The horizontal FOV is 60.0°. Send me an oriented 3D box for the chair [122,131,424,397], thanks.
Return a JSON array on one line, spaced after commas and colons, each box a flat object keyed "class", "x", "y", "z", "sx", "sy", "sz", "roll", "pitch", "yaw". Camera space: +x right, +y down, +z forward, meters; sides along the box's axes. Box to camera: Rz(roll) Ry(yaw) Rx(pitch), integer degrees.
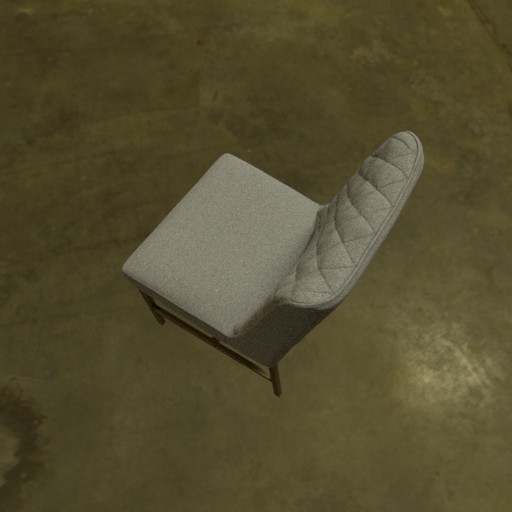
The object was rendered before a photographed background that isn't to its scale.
[{"class": "chair", "x": 0.000, "y": 0.000, "z": 1.251, "sx": 0.587, "sy": 0.889, "sz": 0.508, "roll": 31, "pitch": 67, "yaw": 15}]
